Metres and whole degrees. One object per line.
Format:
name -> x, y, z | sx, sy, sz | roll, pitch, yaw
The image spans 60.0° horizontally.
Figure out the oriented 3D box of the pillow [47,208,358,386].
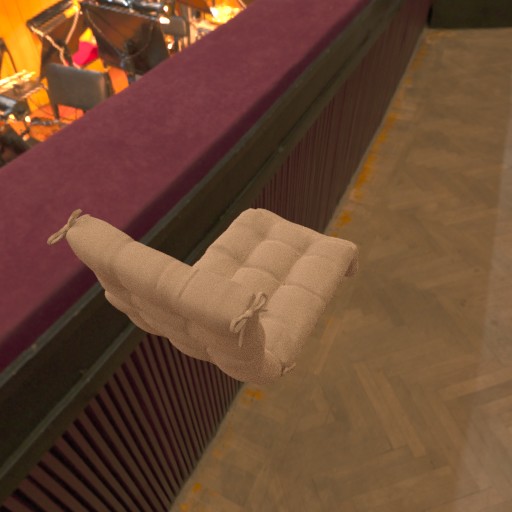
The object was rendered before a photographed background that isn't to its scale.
pillow -> 0.000, 0.000, 1.484 | 0.526, 0.863, 1.016 | 23, 51, 20
